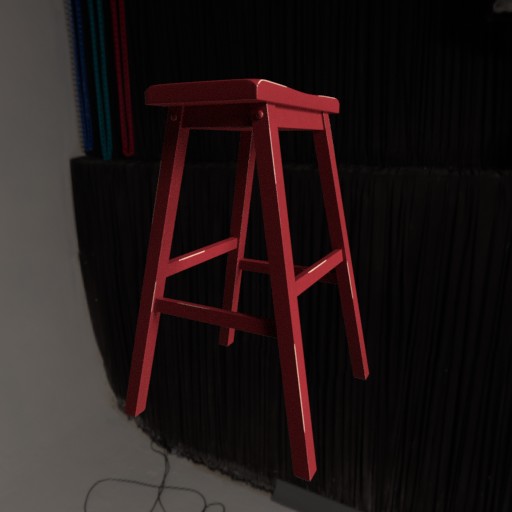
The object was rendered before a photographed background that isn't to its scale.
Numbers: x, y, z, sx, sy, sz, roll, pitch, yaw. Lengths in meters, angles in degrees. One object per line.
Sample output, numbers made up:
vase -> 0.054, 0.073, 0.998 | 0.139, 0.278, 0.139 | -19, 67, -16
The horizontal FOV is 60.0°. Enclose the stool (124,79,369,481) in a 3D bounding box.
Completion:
stool -> 0.000, 0.000, 1.062 | 0.476, 0.737, 0.457 | 8, 16, 27
